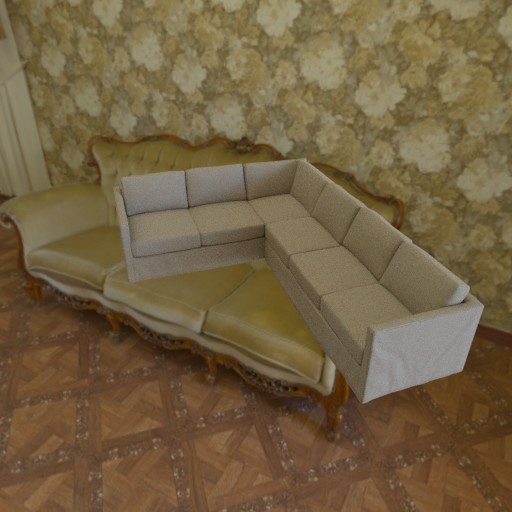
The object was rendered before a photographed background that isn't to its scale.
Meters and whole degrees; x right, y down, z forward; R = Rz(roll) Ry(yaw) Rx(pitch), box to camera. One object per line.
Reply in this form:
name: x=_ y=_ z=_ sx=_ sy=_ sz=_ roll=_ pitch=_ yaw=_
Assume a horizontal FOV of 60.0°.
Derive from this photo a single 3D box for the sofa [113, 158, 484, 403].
sofa: x=0.000 y=0.000 z=4.276 sx=2.432 sy=0.871 sz=3.182 roll=-10 pitch=32 yaw=-16
